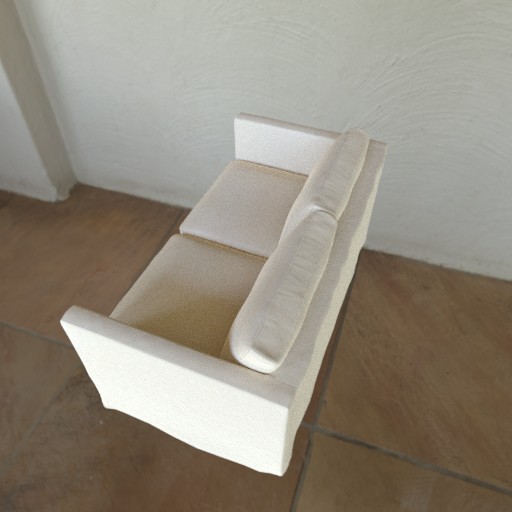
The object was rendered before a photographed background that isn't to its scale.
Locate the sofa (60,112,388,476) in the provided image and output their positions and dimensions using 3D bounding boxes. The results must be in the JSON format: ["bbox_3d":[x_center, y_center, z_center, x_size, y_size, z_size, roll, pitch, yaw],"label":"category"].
[{"bbox_3d":[0.000,0.000,2.319,0.962,0.834,1.746,17,49,15],"label":"sofa"}]
